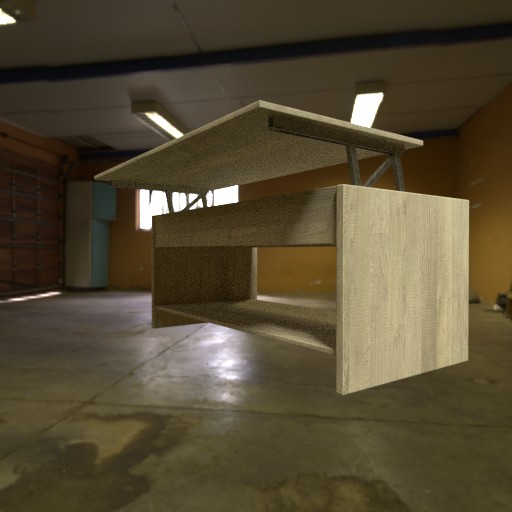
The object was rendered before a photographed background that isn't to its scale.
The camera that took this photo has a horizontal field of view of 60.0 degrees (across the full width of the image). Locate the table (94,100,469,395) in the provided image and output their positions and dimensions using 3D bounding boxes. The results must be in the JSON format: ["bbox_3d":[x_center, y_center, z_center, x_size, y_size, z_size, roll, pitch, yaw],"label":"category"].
[{"bbox_3d":[0.000,0.000,1.405,0.712,0.570,1.000,-1,1,-36],"label":"table"}]
